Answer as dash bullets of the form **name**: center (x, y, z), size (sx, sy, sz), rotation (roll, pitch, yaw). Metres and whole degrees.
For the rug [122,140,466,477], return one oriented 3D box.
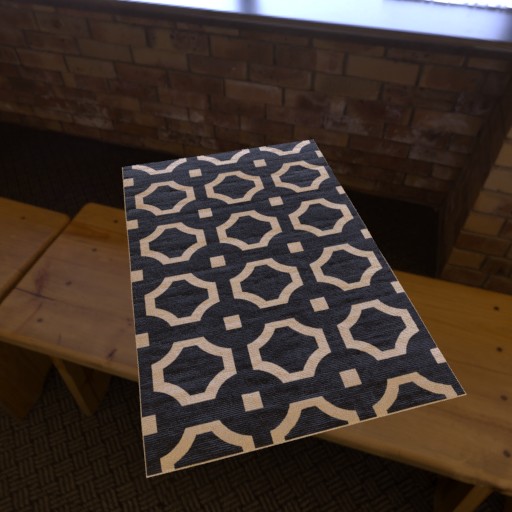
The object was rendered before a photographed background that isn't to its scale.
- **rug**: center (0.000, 0.000, 2.788), size (1.555, 0.016, 2.286), rotation (-11, 49, -9)
